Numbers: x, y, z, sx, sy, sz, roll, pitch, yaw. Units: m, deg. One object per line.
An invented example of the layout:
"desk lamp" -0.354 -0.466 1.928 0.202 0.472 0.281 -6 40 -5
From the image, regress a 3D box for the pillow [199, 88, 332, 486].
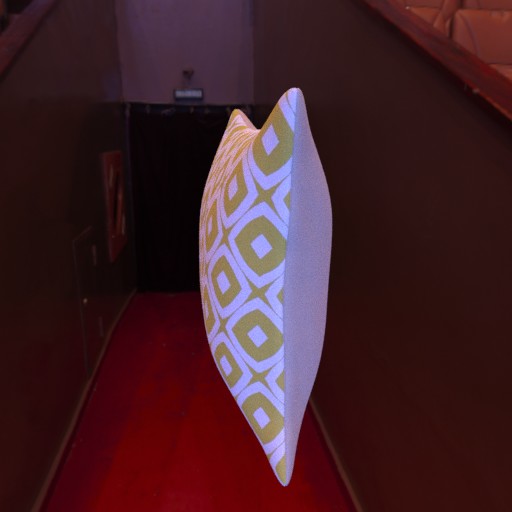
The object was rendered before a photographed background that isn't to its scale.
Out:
"pillow" 0.000 0.000 0.750 0.188 0.494 0.504 -3 16 -9
